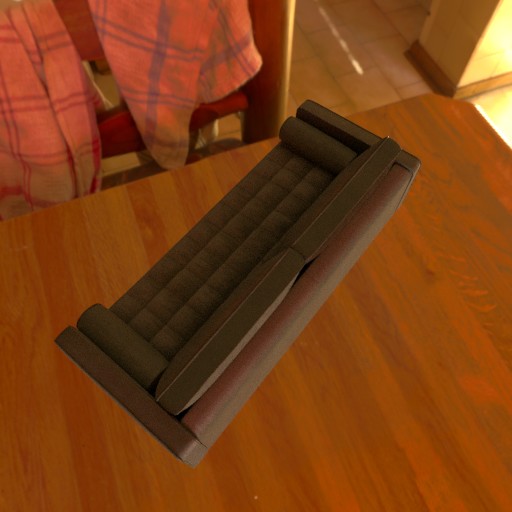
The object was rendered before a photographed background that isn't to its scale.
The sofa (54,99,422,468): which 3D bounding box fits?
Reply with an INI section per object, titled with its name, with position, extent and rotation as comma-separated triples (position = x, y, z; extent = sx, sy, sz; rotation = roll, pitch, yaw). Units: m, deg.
[sofa]
position = 0.000, 0.000, 2.649
extent = 0.918, 0.769, 2.199
rotation = 35, 67, 17
